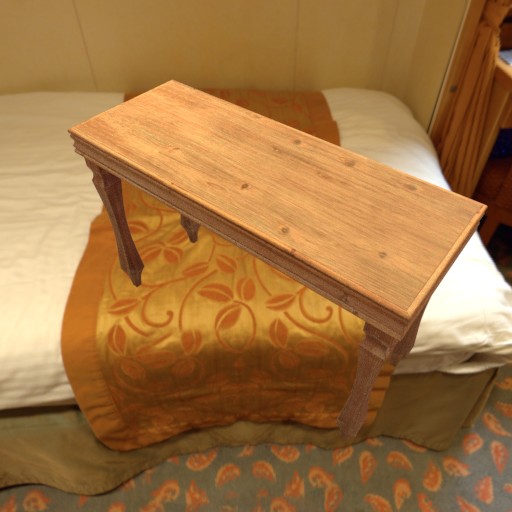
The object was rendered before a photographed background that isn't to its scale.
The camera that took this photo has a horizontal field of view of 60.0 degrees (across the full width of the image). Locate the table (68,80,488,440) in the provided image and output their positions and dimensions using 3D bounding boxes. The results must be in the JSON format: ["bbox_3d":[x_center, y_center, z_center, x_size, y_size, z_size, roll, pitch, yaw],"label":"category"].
[{"bbox_3d":[0.000,0.000,1.762,1.330,0.873,0.522,30,53,26],"label":"table"}]
